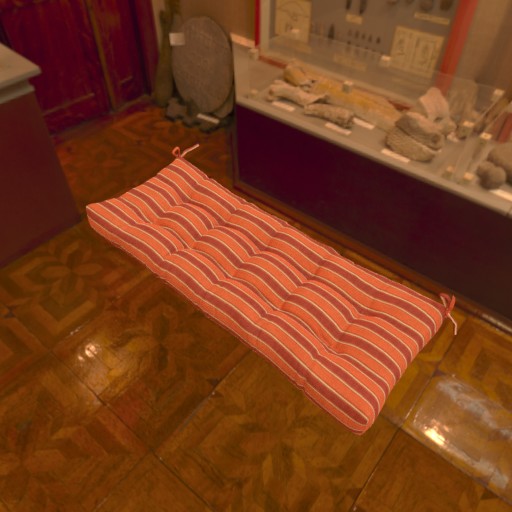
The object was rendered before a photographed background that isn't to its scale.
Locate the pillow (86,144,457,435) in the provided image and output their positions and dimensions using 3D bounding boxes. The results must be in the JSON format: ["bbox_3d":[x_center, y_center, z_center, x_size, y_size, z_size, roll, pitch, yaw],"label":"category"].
[{"bbox_3d":[0.000,0.000,1.396,1.194,0.174,0.511,33,55,27],"label":"pillow"}]
